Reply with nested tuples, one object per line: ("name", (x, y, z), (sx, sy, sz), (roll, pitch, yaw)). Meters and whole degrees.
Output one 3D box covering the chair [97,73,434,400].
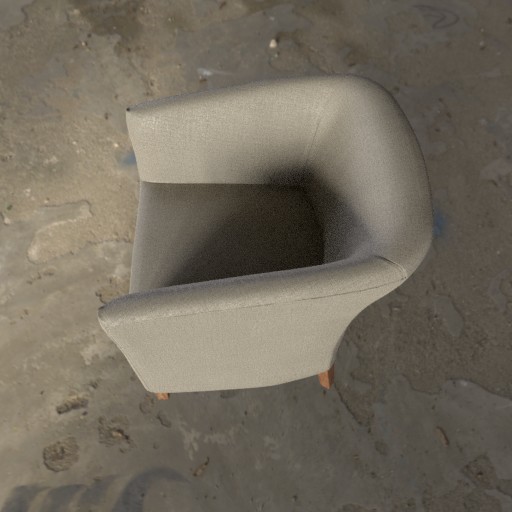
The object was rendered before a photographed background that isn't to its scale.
("chair", (0.000, 0.000, 1.202), (0.668, 0.771, 0.600), (-3, 59, -2))
